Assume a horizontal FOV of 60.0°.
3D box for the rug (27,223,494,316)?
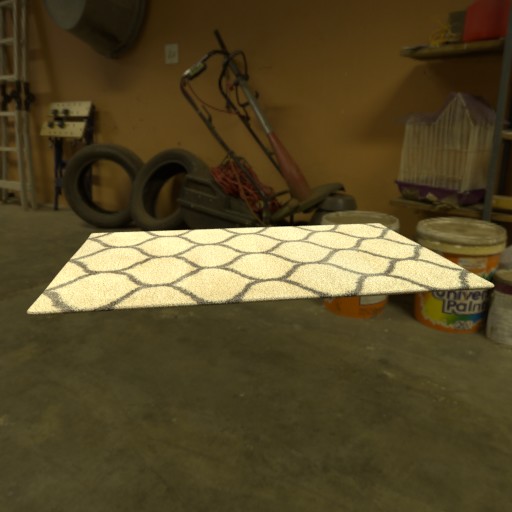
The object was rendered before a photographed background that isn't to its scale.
[{"bbox_3d":[0.000,0.000,2.889,2.348,0.024,1.501,-3,17,-8],"label":"rug"}]
